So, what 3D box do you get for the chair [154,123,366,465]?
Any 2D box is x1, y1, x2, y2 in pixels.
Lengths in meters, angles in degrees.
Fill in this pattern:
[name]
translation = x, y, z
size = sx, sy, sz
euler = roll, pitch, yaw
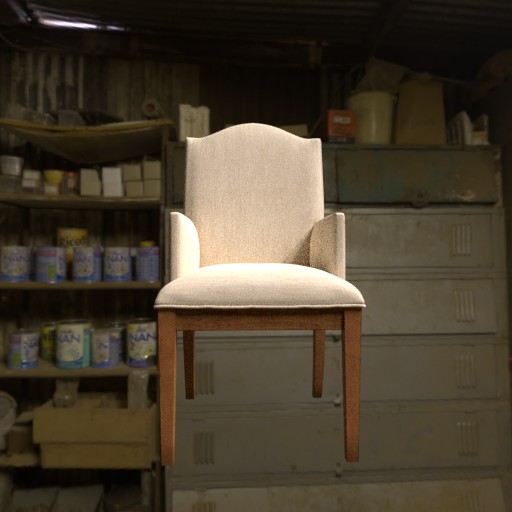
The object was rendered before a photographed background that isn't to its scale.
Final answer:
[chair]
translation = 0.000, 0.000, 1.398
size = 0.533, 1.016, 0.641
euler = 0, 0, -2
